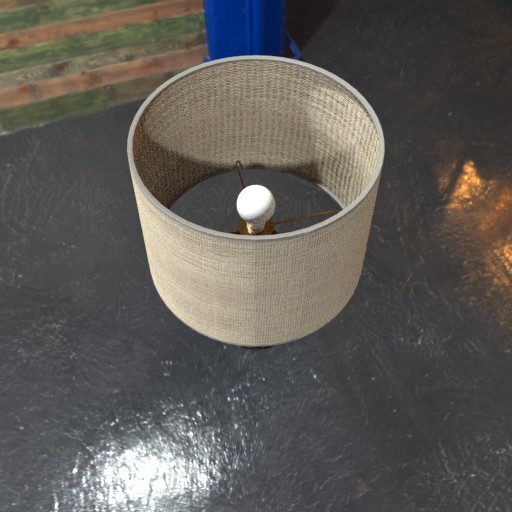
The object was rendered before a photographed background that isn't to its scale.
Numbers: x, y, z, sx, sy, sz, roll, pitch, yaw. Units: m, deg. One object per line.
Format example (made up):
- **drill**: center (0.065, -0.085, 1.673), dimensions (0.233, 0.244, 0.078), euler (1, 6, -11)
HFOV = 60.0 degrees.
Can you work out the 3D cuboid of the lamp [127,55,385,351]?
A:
- **lamp**: center (0.000, 0.000, 0.817), dimensions (0.376, 0.594, 0.376), euler (0, 58, 0)
